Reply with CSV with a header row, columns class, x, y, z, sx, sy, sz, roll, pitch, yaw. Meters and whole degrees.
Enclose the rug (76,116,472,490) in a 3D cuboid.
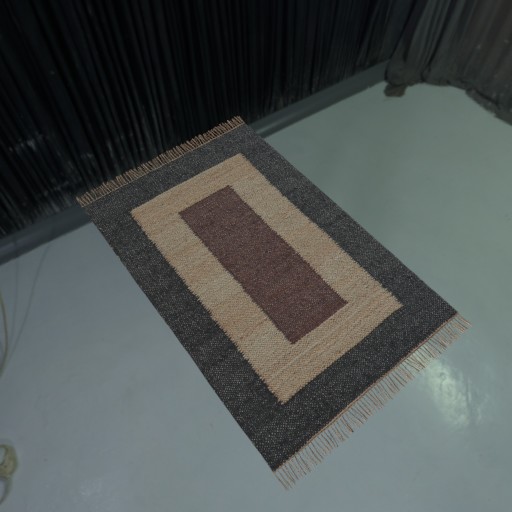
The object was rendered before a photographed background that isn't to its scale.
class,x,y,z,sx,sy,sz,roll,pitch,yaw
rug,0.000,0.000,2.465,1.224,0.027,2.021,-33,63,-19
